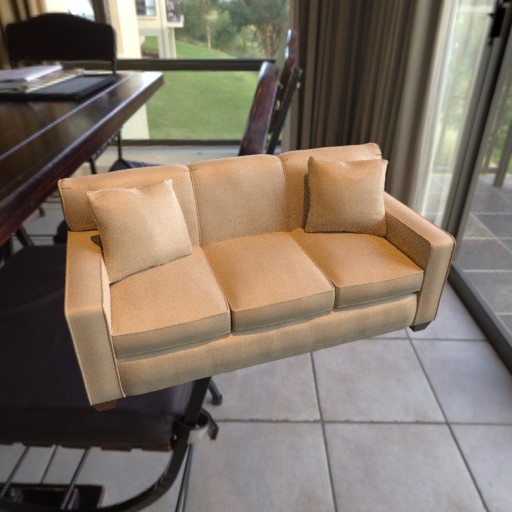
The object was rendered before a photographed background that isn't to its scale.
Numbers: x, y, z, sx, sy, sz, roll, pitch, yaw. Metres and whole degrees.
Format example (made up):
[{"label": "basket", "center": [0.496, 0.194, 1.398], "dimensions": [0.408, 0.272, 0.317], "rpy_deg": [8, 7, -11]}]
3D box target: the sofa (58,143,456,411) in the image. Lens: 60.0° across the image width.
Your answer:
[{"label": "sofa", "center": [0.000, 0.000, 2.581], "dimensions": [2.024, 0.958, 0.997], "rpy_deg": [-10, 32, -16]}]
